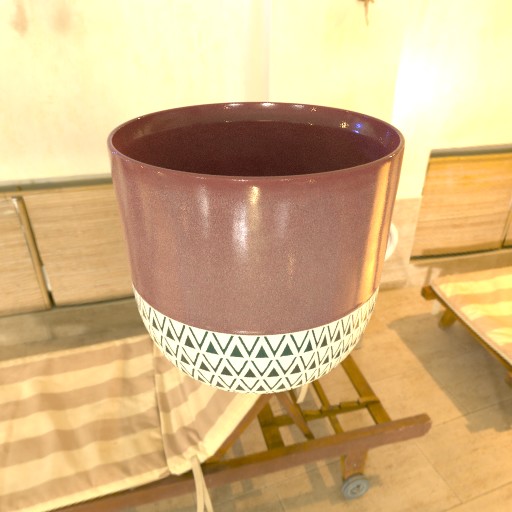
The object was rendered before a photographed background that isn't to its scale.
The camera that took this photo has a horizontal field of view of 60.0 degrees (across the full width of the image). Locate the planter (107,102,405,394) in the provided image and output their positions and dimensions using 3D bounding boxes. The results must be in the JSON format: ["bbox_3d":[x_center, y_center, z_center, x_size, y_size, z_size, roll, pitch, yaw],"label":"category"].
[{"bbox_3d":[0.000,0.000,0.476,0.266,0.270,0.266,0,30,0],"label":"planter"}]
